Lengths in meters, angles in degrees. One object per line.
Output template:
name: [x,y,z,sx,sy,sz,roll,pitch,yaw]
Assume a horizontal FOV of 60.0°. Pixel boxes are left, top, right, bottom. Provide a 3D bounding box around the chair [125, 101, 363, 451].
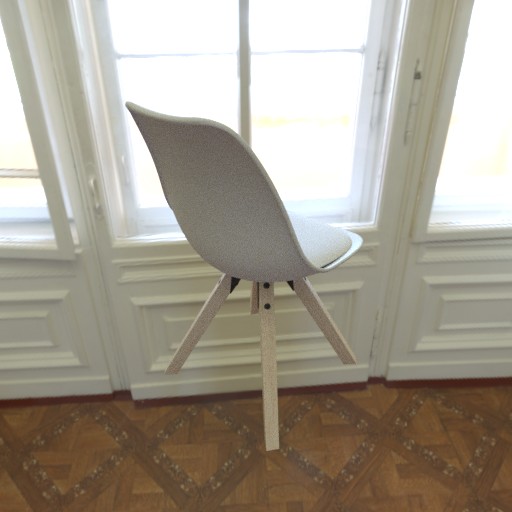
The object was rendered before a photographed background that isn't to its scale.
chair: [0.000,0.000,1.187,0.485,0.850,0.550,23,38,34]
